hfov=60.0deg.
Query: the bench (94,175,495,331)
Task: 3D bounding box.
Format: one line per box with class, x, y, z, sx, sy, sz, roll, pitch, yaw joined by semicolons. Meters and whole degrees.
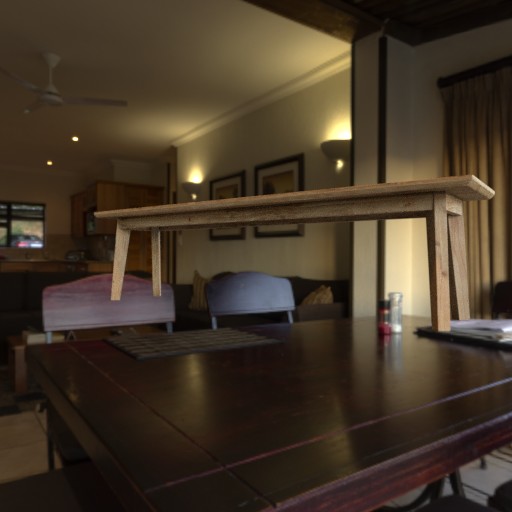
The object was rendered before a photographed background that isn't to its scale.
bench;0.000;0.000;1.827;1.698;0.431;0.378;0;0;36
